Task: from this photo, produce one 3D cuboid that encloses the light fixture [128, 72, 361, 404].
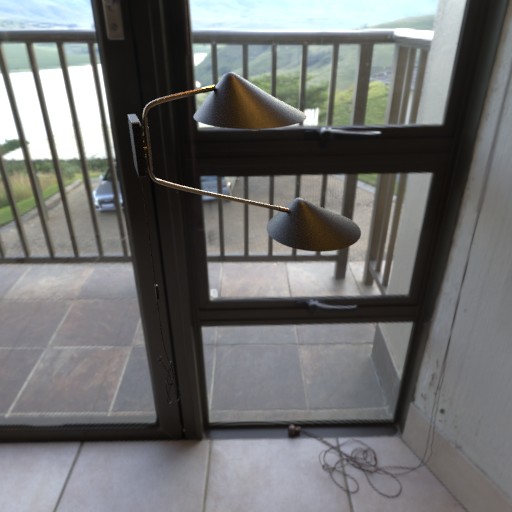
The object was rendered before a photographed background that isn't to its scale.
[{"bbox_3d":[0.000,0.000,0.858,0.422,0.665,0.189,-10,31,-17],"label":"light fixture"}]
